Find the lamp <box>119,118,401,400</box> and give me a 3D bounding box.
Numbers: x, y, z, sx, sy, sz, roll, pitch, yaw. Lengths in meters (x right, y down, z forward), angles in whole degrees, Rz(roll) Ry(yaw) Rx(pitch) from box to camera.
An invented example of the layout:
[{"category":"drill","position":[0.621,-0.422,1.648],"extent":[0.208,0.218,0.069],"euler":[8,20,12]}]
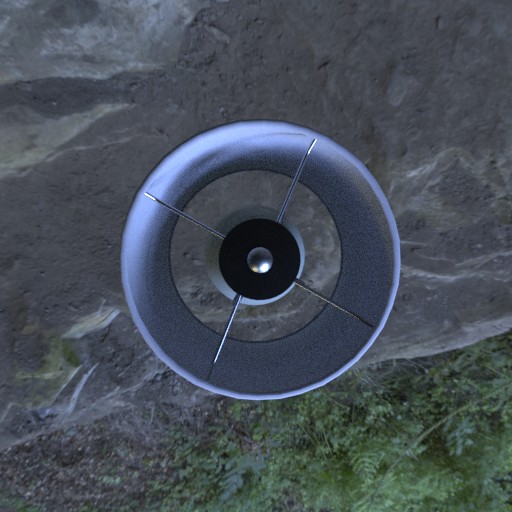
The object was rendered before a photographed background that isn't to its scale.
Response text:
[{"category":"lamp","position":[0.000,0.000,0.490],"extent":[0.201,0.353,0.201],"euler":[0,91,-1]}]
